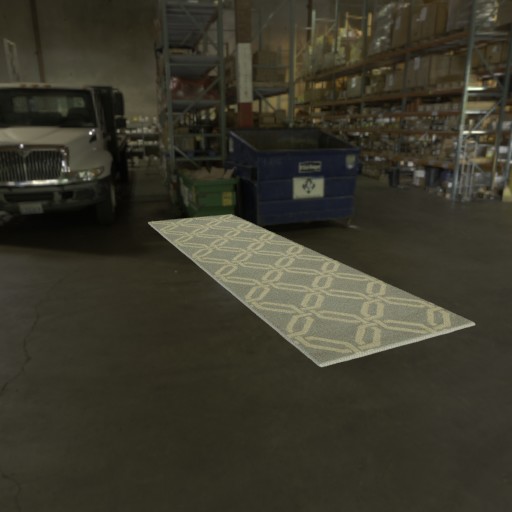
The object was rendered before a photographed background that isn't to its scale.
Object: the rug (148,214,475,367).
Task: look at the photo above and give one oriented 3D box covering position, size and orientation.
[{"bbox_3d":[0.000,0.000,2.459,0.678,0.014,2.276,-8,18,-25],"label":"rug"}]
